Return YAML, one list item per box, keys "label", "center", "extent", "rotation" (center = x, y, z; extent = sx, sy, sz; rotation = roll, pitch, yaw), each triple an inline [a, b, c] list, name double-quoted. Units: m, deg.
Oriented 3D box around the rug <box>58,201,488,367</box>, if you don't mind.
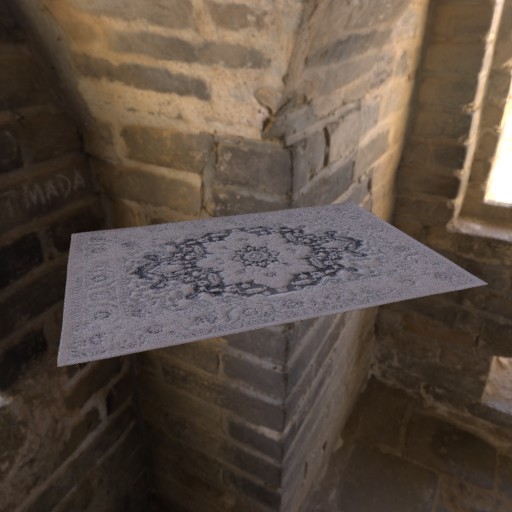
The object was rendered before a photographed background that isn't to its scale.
- label: "rug"
  center: [0.000, 0.000, 2.263]
  extent: [1.813, 0.008, 1.223]
  rotation: [-8, 27, -17]
